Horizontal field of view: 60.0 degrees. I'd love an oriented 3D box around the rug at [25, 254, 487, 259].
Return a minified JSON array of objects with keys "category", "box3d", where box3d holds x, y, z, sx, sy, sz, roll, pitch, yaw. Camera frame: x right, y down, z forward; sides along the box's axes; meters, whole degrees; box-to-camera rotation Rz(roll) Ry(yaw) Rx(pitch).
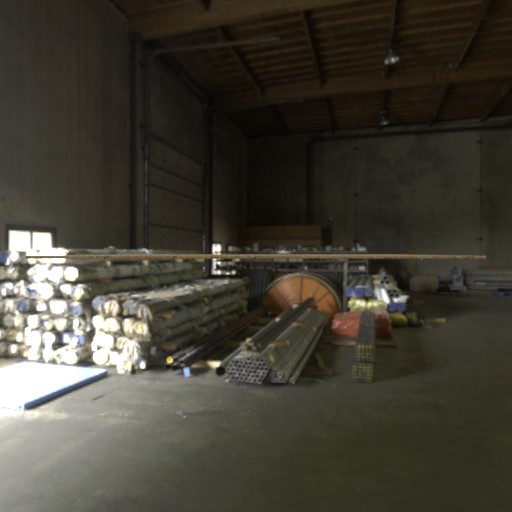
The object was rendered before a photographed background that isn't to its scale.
[{"category":"rug","box3d":[0.000,0.000,2.962,2.292,0.014,1.528,0,0,0]}]
